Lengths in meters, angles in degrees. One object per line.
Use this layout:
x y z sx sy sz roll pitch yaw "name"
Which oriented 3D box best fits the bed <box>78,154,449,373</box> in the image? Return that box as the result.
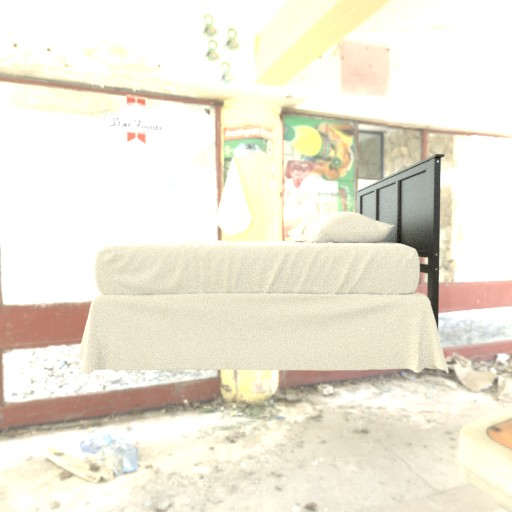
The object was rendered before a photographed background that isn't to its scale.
0.000 0.000 3.590 2.219 1.271 2.315 0 2 -1 "bed"
